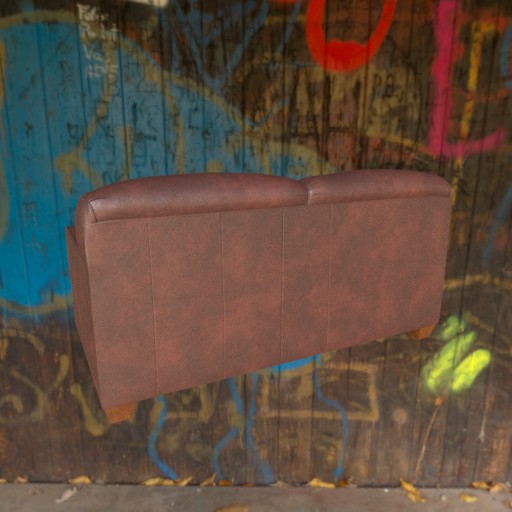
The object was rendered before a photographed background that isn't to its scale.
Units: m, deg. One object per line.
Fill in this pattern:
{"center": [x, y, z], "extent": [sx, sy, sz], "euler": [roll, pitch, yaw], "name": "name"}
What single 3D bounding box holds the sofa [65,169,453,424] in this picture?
{"center": [0.000, 0.000, 2.410], "extent": [1.856, 0.966, 1.000], "euler": [-7, 16, -26], "name": "sofa"}
